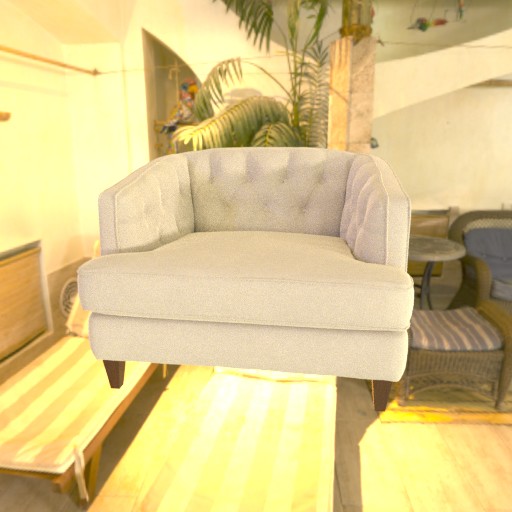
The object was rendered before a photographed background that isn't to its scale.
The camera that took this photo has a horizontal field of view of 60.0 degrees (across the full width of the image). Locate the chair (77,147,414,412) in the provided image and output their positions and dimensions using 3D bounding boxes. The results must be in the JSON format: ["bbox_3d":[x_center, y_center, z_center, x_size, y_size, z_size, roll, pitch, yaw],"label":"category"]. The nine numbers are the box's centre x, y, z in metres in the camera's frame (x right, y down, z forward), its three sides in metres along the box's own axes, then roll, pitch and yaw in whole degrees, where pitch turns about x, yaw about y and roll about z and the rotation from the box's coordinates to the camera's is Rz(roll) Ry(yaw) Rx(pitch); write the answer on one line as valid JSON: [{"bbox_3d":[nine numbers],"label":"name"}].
[{"bbox_3d":[0.000,0.000,1.806,1.104,0.852,0.941,2,15,8],"label":"chair"}]
